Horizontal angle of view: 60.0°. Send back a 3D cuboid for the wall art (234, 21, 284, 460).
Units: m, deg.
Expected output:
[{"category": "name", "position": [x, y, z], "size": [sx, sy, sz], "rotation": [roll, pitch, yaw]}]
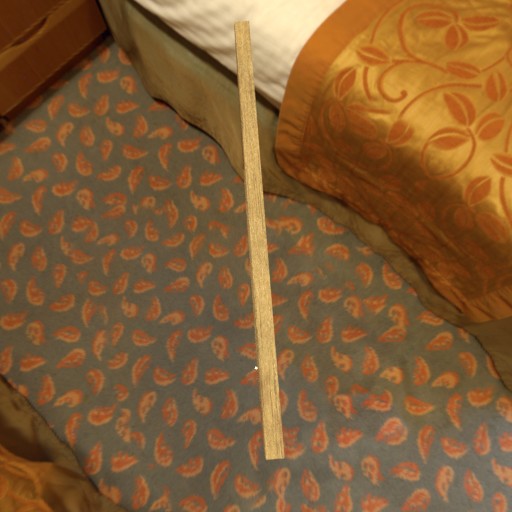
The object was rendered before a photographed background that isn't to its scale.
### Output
[{"category": "wall art", "position": [0.000, 0.000, 0.928], "size": [0.026, 0.535, 0.690], "rotation": [-4, 76, -1]}]
